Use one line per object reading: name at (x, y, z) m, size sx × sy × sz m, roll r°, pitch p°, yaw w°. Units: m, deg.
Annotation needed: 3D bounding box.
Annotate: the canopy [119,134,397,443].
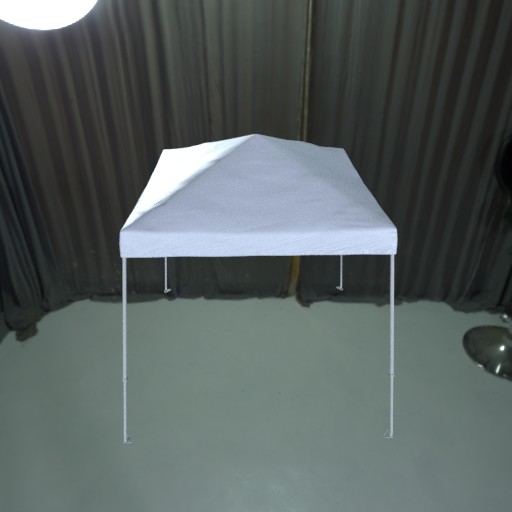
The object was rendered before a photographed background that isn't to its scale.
canopy at (0.000, 0.000, 6.567) m, size 3.600 × 3.600 × 3.599 m, roll -1°, pitch 30°, yaw -1°
